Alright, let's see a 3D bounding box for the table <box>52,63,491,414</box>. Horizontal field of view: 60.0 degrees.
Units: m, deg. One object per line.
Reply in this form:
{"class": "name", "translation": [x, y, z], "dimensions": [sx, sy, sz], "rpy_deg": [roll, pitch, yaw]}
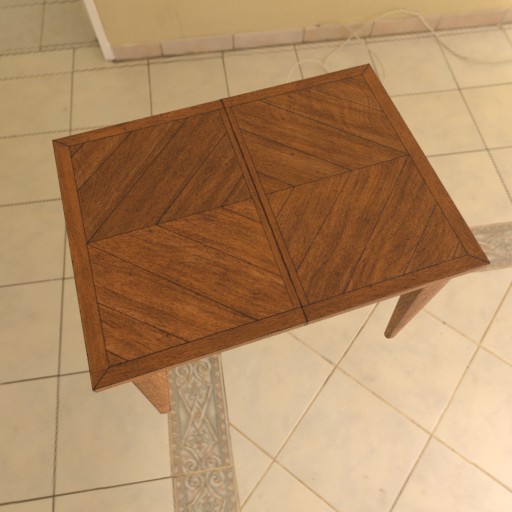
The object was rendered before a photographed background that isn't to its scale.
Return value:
{"class": "table", "translation": [0.000, 0.000, 1.571], "dimensions": [1.027, 0.760, 0.757], "rpy_deg": [-16, 66, -8]}
